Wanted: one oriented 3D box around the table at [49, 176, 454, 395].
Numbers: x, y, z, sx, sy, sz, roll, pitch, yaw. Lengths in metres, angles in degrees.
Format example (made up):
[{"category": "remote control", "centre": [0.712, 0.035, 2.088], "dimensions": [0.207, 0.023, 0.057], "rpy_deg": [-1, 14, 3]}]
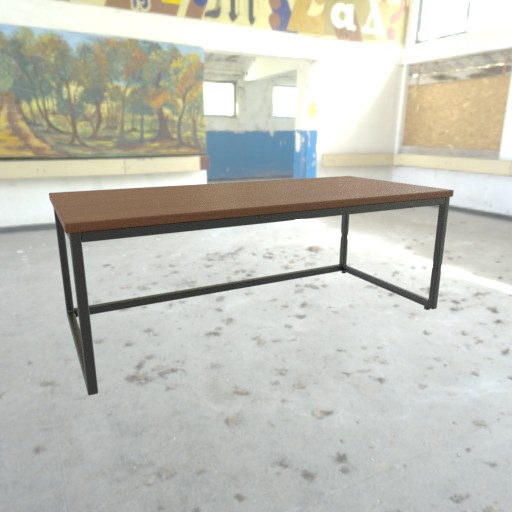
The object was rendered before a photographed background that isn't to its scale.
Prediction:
[{"category": "table", "centre": [0.000, 0.000, 1.375], "dimensions": [1.100, 0.400, 0.500], "rpy_deg": [-8, 18, -26]}]
